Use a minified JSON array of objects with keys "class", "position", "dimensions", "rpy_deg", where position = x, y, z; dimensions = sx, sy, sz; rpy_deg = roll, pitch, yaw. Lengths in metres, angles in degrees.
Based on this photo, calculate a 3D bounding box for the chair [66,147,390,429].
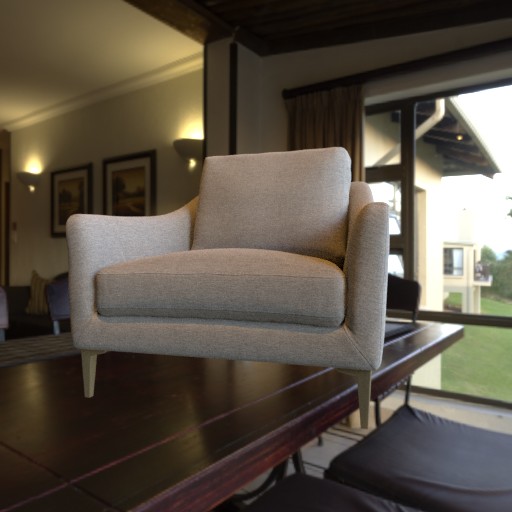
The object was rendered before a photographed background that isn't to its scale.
[{"class":"chair","position":[0.000,0.000,1.695],"dimensions":[0.986,0.902,0.961],"rpy_deg":[0,0,17]}]
